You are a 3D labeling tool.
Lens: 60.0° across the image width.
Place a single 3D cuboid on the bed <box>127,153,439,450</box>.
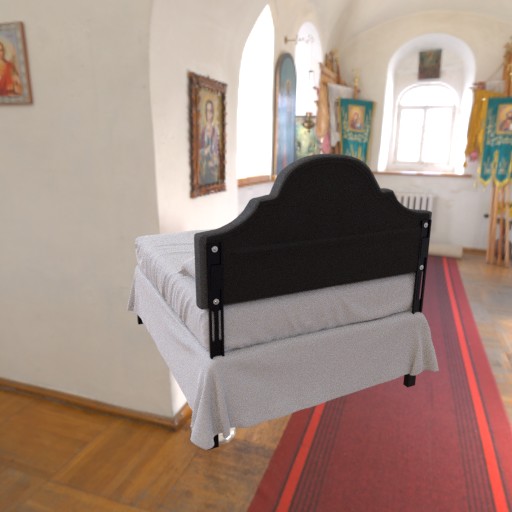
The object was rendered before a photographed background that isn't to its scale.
[{"bbox_3d":[0.000,0.000,3.479,1.780,1.634,2.222,-7,17,-25],"label":"bed"}]
